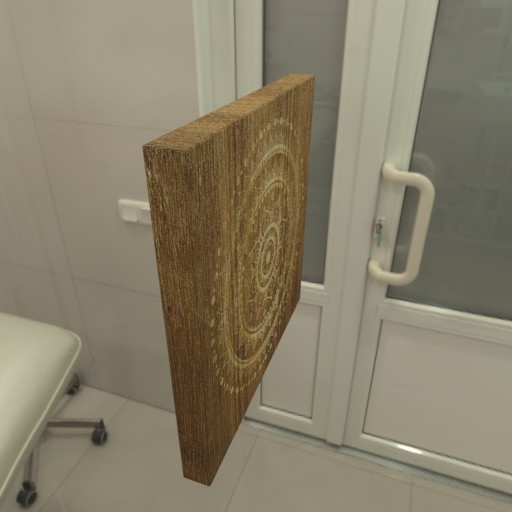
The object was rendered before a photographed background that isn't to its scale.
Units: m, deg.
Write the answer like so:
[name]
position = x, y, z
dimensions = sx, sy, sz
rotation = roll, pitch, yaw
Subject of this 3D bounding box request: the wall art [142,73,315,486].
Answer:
[wall art]
position = 0.000, 0.000, 0.592
dimensions = 0.039, 0.403, 0.406
rotation = 10, 31, 17
